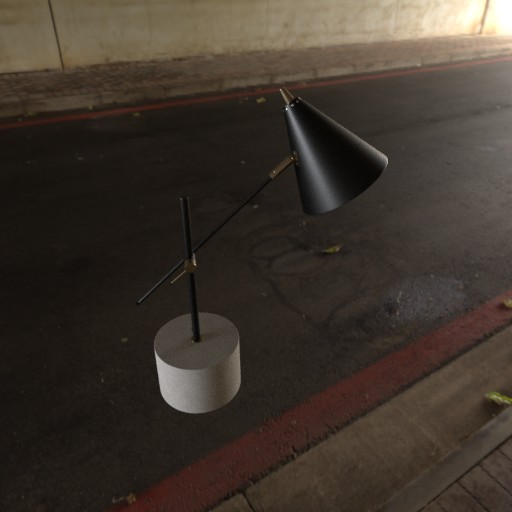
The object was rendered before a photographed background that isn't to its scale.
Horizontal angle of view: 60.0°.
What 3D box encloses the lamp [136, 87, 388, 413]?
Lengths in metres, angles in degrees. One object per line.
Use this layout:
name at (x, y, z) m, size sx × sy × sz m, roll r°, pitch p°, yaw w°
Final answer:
lamp at (0.000, 0.000, 0.739) m, size 0.403 × 0.518 × 0.214 m, roll 0°, pitch 31°, yaw -1°
